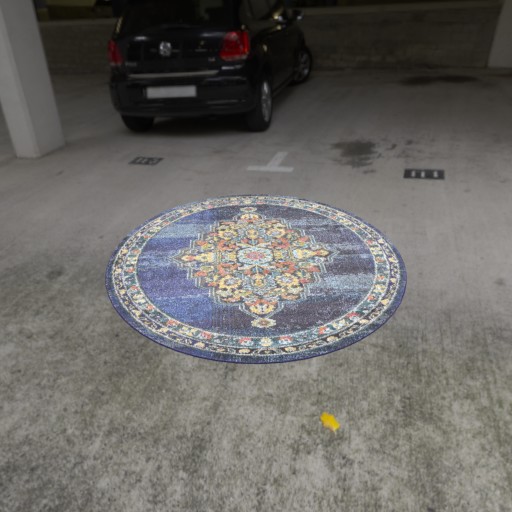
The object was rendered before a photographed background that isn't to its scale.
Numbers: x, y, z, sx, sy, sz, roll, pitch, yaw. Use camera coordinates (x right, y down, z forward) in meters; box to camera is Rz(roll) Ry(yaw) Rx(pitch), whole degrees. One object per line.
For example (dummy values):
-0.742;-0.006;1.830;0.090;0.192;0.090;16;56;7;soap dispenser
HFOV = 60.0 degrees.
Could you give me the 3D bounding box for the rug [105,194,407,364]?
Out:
0.000;0.000;2.432;1.591;0.010;1.591;0;33;0;rug
